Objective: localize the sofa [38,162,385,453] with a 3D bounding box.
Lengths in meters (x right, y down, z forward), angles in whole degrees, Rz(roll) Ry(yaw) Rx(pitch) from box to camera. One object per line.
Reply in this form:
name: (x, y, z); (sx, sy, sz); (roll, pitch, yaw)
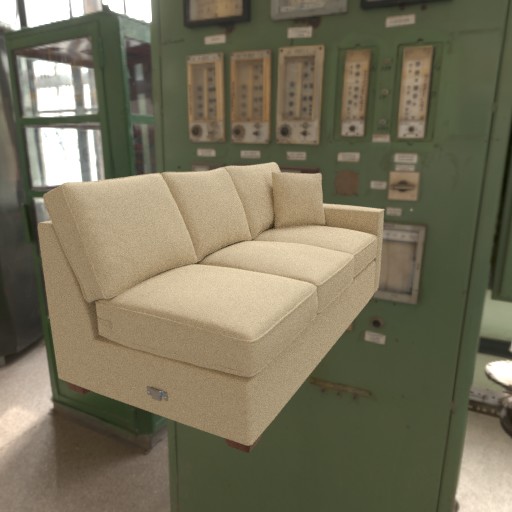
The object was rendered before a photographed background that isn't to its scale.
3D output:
sofa: (0.000, 0.000, 2.481); (1.034, 0.946, 1.963); (8, 17, 27)
